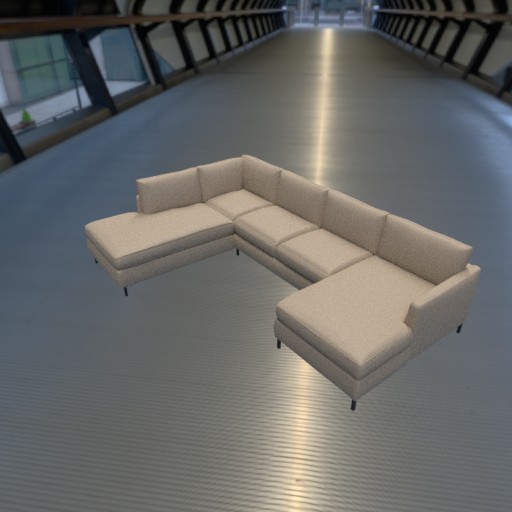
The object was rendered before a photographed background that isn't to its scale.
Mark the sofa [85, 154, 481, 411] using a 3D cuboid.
[{"bbox_3d":[0.000,0.000,3.561,1.879,0.756,2.737,-21,36,-32],"label":"sofa"}]
